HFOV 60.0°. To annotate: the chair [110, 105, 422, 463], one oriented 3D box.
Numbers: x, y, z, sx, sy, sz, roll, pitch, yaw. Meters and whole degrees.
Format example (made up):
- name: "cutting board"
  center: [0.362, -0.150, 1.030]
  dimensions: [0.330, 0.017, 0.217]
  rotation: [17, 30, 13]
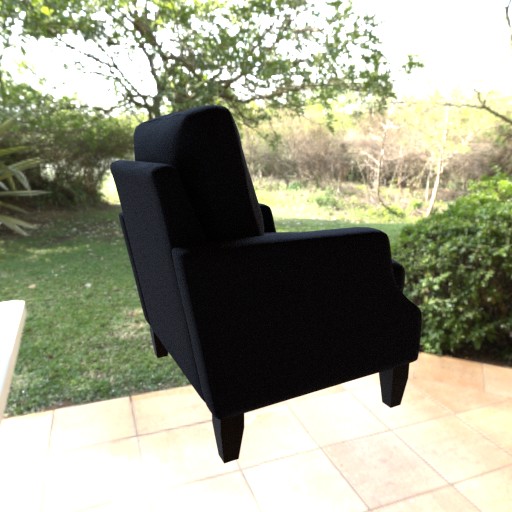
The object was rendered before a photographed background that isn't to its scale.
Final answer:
- name: "chair"
  center: [0.000, 0.000, 1.626]
  dimensions: [0.897, 0.991, 0.855]
  rotation: [-7, 15, -26]
